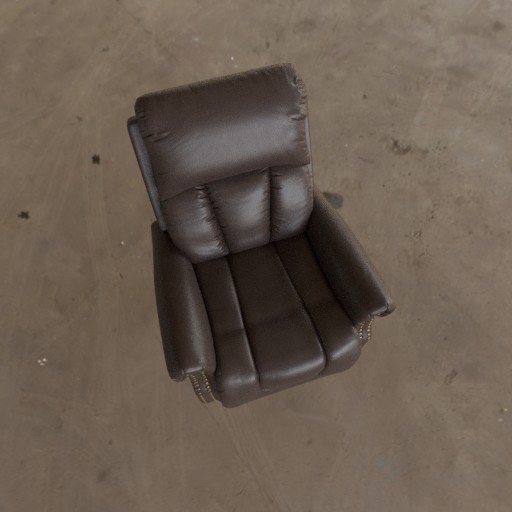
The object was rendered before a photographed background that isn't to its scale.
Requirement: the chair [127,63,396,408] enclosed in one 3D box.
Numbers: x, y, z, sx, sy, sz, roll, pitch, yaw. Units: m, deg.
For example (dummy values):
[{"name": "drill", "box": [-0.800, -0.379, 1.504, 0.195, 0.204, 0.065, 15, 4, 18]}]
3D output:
[{"name": "chair", "box": [0.000, 0.000, 1.765, 0.869, 1.028, 0.978, -16, 65, -8]}]
